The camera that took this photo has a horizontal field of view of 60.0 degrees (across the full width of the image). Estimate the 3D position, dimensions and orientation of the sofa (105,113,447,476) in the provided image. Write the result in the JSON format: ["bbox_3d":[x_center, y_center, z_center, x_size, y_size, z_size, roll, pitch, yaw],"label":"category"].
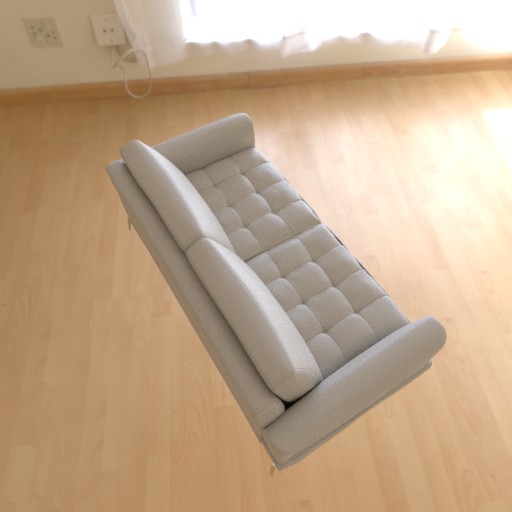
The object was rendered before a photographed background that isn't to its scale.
[{"bbox_3d":[0.000,0.000,2.753,1.121,0.930,2.177,-27,60,-17],"label":"sofa"}]
